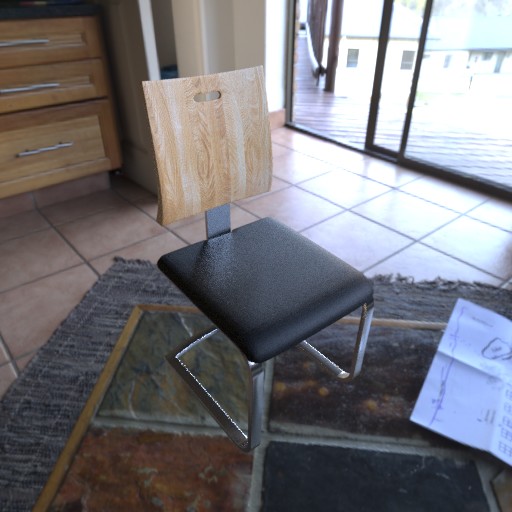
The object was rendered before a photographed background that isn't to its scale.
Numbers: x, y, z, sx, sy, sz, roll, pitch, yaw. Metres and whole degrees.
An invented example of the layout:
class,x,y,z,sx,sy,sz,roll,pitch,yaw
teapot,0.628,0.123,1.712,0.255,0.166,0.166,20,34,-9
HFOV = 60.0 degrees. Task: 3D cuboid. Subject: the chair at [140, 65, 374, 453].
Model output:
class,x,y,z,sx,sy,sz,roll,pitch,yaw
chair,0.000,0.000,1.279,0.462,0.936,0.560,-23,39,-32
